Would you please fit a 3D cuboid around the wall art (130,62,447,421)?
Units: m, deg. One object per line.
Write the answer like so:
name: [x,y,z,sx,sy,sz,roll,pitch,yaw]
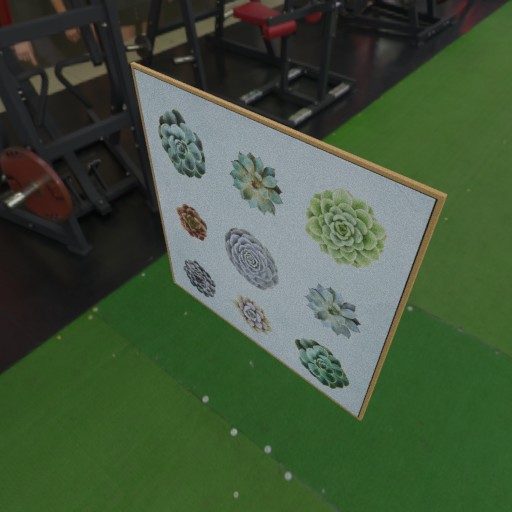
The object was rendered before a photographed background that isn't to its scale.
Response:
wall art: [0.000,0.000,1.407,0.962,0.959,0.013,32,53,28]
